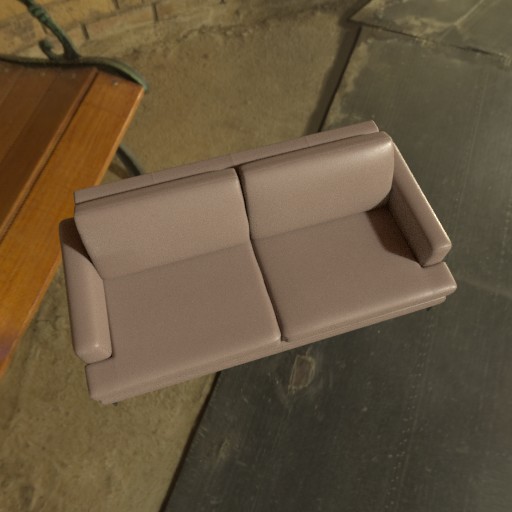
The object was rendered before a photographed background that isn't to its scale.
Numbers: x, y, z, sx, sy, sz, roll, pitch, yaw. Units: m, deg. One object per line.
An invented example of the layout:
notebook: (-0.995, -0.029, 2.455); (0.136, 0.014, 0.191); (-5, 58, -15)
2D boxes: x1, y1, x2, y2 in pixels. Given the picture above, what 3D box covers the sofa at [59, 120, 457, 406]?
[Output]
sofa: (0.000, 0.000, 2.385); (1.940, 0.765, 0.974); (-15, 64, -8)
